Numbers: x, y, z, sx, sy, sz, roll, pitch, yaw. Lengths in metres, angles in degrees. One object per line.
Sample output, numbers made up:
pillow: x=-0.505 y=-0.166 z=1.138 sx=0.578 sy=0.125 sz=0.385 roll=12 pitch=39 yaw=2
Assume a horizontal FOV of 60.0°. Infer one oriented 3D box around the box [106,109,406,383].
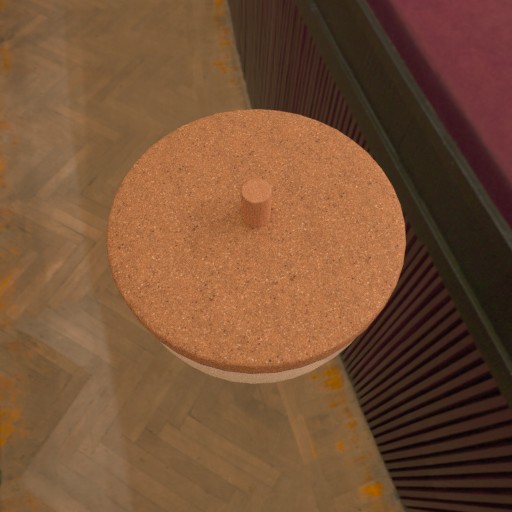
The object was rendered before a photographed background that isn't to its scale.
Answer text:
box: x=0.000 y=0.000 z=0.186 sx=0.107 sy=0.094 sz=0.107 roll=0 pitch=63 yaw=0
